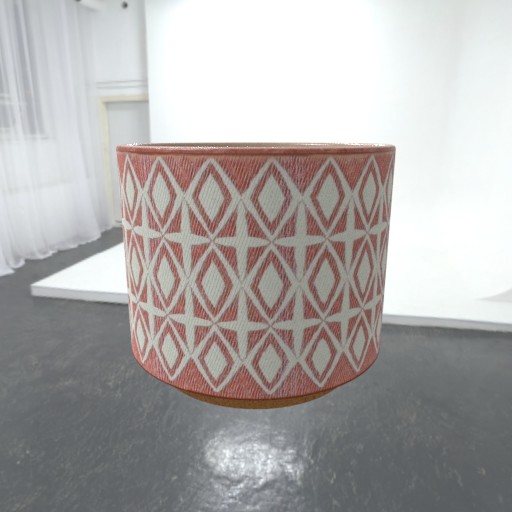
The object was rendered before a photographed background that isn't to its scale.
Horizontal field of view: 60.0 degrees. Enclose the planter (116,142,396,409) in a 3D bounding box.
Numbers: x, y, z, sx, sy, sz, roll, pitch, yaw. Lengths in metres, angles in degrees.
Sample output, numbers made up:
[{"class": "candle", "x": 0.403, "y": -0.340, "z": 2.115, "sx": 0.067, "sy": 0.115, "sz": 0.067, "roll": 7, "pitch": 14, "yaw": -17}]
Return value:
[{"class": "planter", "x": 0.000, "y": 0.000, "z": 0.483, "sx": 0.273, "sy": 0.237, "sz": 0.273, "roll": 0, "pitch": 15, "yaw": 0}]
